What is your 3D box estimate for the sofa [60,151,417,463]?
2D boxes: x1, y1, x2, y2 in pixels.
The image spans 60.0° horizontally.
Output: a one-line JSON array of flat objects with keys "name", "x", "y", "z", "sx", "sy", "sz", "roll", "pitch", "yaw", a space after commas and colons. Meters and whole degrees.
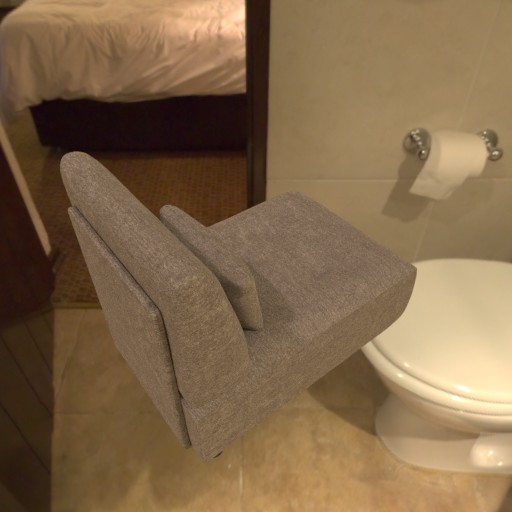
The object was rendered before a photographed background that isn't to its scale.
[{"name": "sofa", "x": 0.000, "y": 0.000, "z": 1.558, "sx": 1.000, "sy": 0.820, "sz": 0.700, "roll": -27, "pitch": 49, "yaw": -27}]
